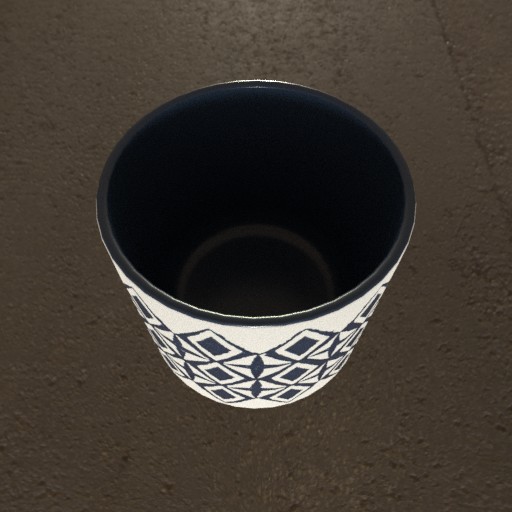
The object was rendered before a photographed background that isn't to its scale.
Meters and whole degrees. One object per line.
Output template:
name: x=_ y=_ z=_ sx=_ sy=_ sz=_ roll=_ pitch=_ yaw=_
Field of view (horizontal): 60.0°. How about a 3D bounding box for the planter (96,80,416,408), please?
planter: x=0.000 y=0.000 z=0.282 sx=0.159 sy=0.144 sz=0.159 roll=0 pitch=58 yaw=0
